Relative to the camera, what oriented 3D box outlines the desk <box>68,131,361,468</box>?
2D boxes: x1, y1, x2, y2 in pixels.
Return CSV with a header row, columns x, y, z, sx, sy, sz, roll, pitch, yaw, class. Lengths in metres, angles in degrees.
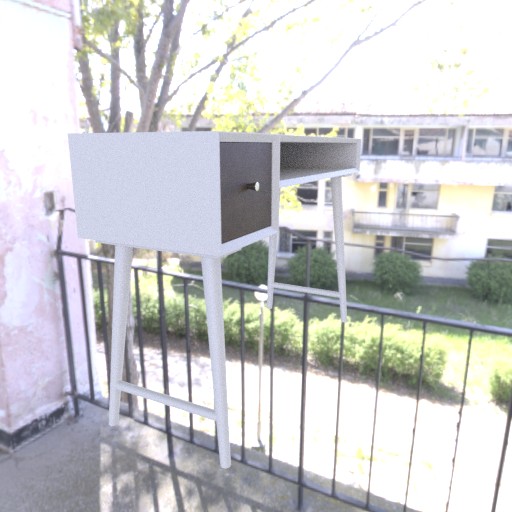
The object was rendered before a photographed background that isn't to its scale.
x,y,z,sx,sy,sz,roll,pitch,yaw,class
0.000,0.000,1.464,0.409,0.761,1.069,7,16,26,desk
